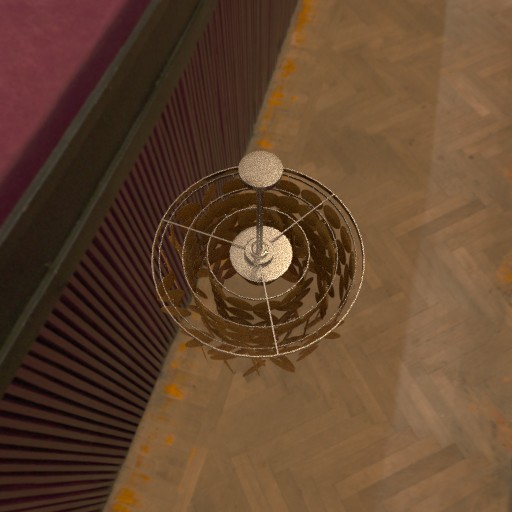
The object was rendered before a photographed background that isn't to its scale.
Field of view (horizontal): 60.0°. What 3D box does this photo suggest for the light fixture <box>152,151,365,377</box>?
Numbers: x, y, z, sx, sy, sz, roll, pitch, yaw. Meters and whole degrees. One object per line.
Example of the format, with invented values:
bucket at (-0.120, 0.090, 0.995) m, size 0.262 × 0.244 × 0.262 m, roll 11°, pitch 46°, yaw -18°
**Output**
light fixture at (0.000, 0.000, 0.756) m, size 0.368 × 0.492 × 0.368 m, roll 0°, pitch 65°, yaw 0°
